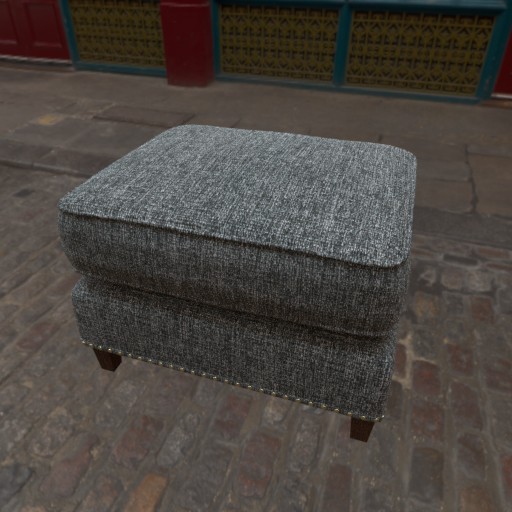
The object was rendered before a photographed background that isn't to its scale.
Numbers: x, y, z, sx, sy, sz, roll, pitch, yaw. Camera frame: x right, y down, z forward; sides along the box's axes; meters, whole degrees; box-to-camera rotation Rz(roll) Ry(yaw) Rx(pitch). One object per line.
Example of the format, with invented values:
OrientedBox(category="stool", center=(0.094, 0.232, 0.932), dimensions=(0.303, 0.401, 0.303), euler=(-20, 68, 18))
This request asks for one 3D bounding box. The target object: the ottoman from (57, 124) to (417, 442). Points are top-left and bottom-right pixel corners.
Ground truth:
OrientedBox(category="ottoman", center=(0.000, 0.000, 1.132), dimensions=(0.738, 0.537, 0.589), euler=(10, 35, 15))
